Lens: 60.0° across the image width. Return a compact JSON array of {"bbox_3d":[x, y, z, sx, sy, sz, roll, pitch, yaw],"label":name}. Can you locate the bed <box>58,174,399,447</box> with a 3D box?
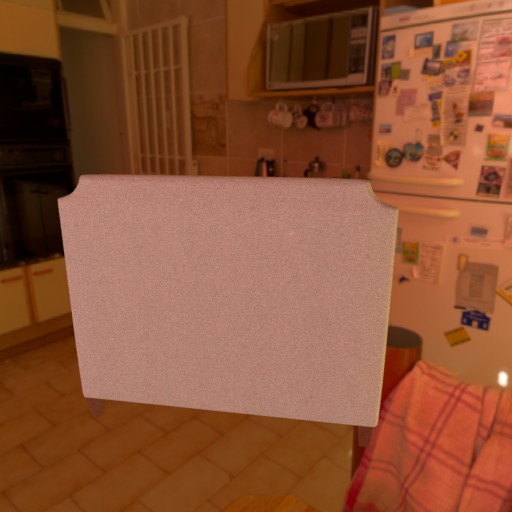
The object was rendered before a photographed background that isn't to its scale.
[{"bbox_3d":[0.000,0.000,3.408,1.712,1.443,2.372,3,16,9],"label":"bed"}]
